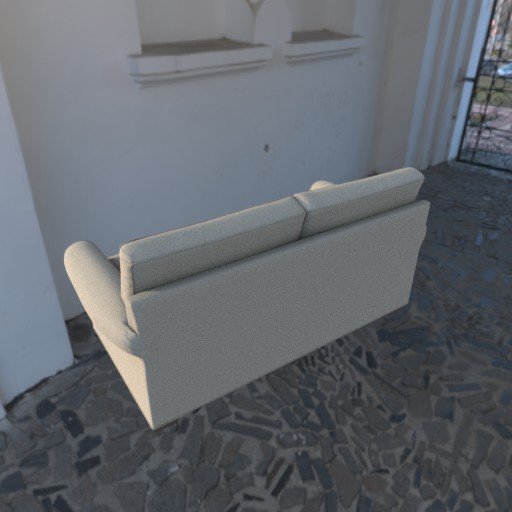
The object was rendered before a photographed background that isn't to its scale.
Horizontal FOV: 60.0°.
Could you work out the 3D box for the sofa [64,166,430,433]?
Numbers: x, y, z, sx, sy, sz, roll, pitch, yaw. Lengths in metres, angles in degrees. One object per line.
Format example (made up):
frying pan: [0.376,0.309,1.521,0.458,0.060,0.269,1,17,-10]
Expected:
sofa: [0.000,0.000,2.529,1.930,0.952,0.940,-18,34,-30]
